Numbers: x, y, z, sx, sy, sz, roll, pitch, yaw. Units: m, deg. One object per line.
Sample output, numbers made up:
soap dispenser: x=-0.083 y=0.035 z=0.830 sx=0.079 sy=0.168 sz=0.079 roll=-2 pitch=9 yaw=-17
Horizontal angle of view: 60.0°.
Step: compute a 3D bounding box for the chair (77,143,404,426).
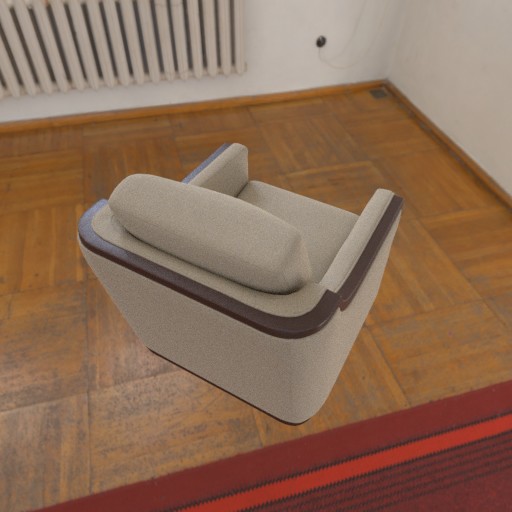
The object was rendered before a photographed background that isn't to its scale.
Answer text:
chair: x=0.000 y=0.000 z=1.703 sx=0.870 sy=0.930 sz=0.950 roll=22 pitch=50 yaw=20
